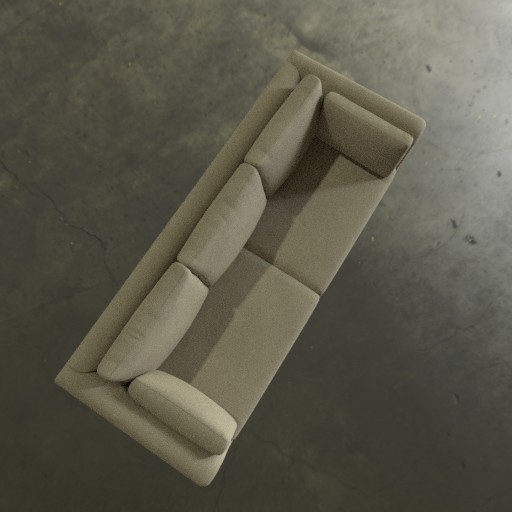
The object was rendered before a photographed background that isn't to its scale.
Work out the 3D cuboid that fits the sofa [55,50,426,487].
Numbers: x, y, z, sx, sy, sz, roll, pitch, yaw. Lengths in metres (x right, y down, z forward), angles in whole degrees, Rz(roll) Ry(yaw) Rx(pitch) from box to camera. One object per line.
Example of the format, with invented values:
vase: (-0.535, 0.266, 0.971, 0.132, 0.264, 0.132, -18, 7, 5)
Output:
sofa: (0.000, 0.000, 2.797, 0.969, 0.867, 2.415, 32, 78, 8)
